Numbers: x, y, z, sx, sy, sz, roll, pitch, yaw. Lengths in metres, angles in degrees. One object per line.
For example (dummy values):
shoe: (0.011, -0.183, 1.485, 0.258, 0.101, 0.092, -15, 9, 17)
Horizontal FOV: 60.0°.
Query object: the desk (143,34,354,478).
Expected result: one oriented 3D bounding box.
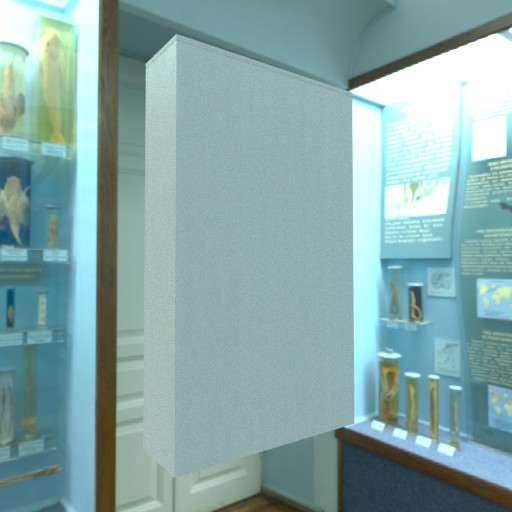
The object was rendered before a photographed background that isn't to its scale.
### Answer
desk: (0.000, 0.000, 1.597, 0.750, 1.280, 0.250, 1, -2, -36)
